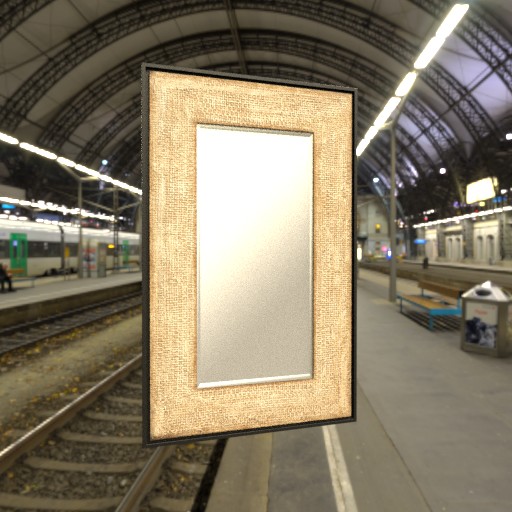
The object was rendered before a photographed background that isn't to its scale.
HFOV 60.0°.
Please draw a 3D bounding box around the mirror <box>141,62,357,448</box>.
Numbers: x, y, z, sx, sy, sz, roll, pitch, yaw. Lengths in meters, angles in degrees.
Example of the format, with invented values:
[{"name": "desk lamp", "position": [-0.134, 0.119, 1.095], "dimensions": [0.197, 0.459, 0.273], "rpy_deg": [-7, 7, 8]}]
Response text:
[{"name": "mirror", "position": [0.000, 0.000, 1.529], "dimensions": [0.762, 1.219, 0.038], "rpy_deg": [0, 1, -17]}]
